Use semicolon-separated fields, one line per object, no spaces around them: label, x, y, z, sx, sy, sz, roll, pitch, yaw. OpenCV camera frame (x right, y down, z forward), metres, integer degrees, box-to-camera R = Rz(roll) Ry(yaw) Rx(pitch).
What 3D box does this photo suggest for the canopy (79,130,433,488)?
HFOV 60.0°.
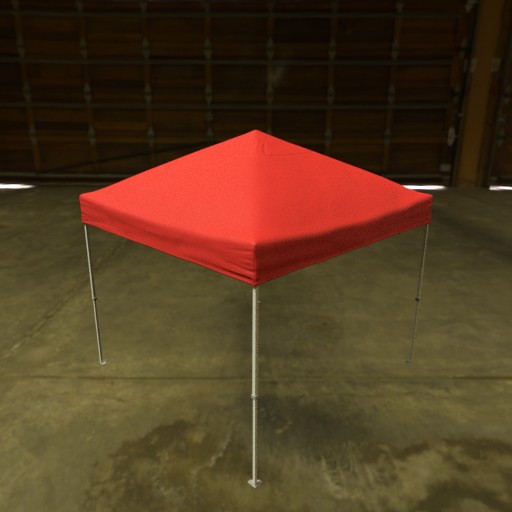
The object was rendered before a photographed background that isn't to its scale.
canopy;0.000;0.000;5.475;2.996;2.997;2.998;-17;24;-42
